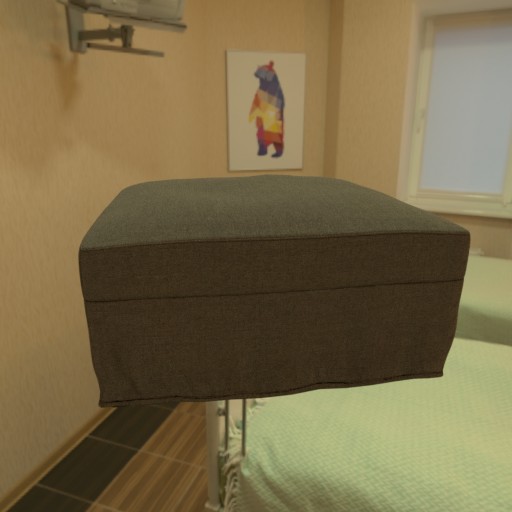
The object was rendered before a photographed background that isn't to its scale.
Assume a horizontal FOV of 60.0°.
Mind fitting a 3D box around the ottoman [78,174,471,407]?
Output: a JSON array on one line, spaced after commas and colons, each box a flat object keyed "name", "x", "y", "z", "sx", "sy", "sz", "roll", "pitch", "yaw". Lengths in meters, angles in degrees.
[{"name": "ottoman", "x": 0.000, "y": 0.000, "z": 1.324, "sx": 0.843, "sy": 0.436, "sz": 0.840, "roll": -3, "pitch": 17, "yaw": -9}]
